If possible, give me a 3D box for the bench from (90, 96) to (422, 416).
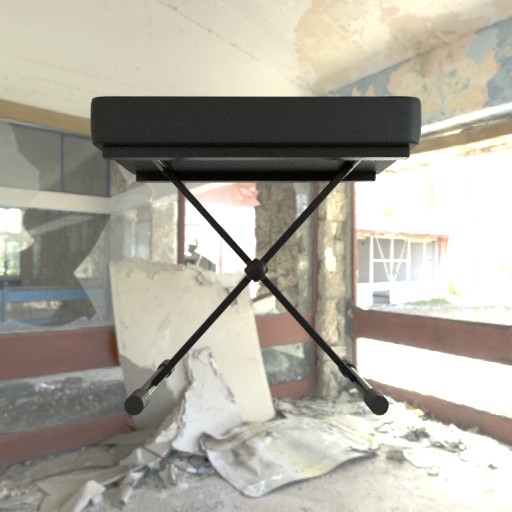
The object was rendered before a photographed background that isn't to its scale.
[{"bbox_3d":[0.000,0.000,0.926,0.600,0.561,0.300,0,-1,0],"label":"bench"}]
